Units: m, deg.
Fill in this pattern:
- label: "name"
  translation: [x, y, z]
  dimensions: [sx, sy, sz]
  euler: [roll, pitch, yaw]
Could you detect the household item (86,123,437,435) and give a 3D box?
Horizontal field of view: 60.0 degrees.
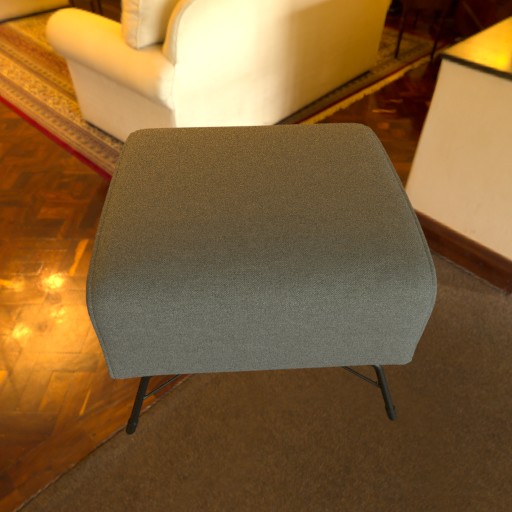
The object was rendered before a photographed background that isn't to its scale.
- label: "household item"
  translation: [0.000, 0.000, 0.898]
  dimensions: [0.530, 0.410, 0.530]
  euler: [-2, 45, -2]
